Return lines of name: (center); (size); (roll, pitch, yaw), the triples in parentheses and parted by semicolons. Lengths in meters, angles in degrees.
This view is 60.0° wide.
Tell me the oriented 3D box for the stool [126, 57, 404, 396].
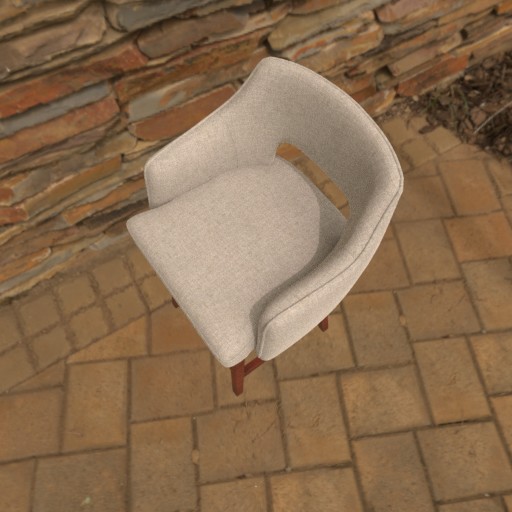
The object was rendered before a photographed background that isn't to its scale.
stool: (0.000, 0.000, 1.338); (0.558, 0.944, 0.599); (-33, 67, -16)
